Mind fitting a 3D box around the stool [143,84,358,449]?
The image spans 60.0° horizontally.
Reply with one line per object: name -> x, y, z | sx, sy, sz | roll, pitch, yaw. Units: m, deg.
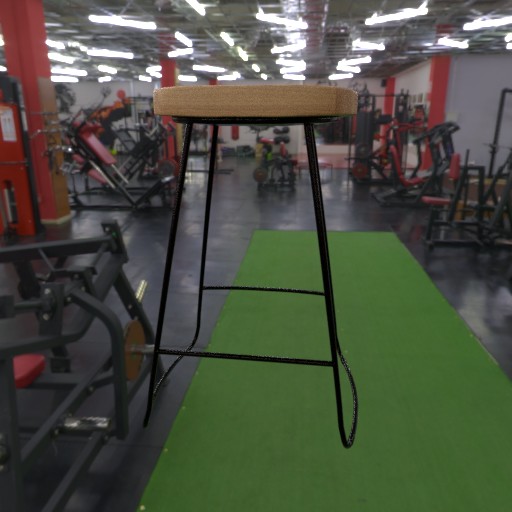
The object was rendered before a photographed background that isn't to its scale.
stool -> 0.000, 0.000, 0.973 | 0.480, 0.679, 0.401 | 2, 17, 8
